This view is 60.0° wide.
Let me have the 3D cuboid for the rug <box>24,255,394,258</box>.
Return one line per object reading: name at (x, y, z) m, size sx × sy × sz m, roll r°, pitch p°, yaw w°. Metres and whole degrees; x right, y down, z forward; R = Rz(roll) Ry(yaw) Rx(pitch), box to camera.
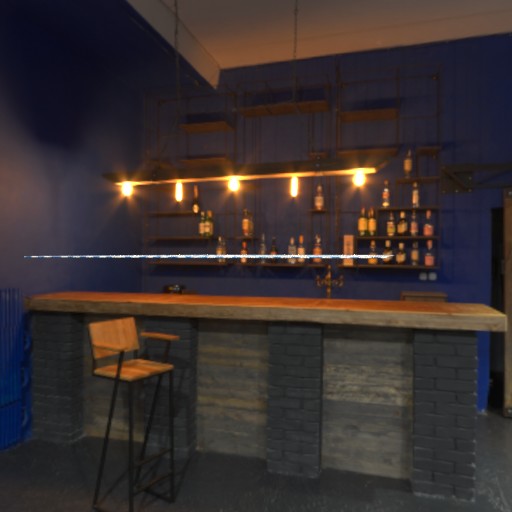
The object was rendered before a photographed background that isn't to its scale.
rug at (0.000, 0.000, 4.192) m, size 2.453 × 0.008 × 3.059 m, roll 0°, pitch 0°, yaw 18°
